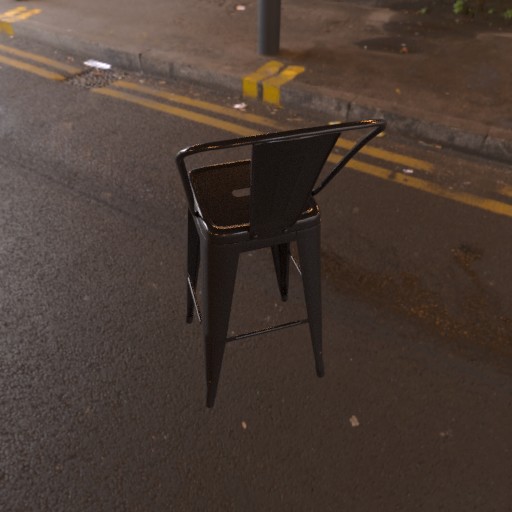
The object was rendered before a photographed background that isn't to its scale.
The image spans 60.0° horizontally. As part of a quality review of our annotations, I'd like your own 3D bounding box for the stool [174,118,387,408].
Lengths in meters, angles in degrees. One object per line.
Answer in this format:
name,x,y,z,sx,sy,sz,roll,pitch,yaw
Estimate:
stool,0.000,0.000,1.287,0.432,1.022,0.528,-11,43,-13
